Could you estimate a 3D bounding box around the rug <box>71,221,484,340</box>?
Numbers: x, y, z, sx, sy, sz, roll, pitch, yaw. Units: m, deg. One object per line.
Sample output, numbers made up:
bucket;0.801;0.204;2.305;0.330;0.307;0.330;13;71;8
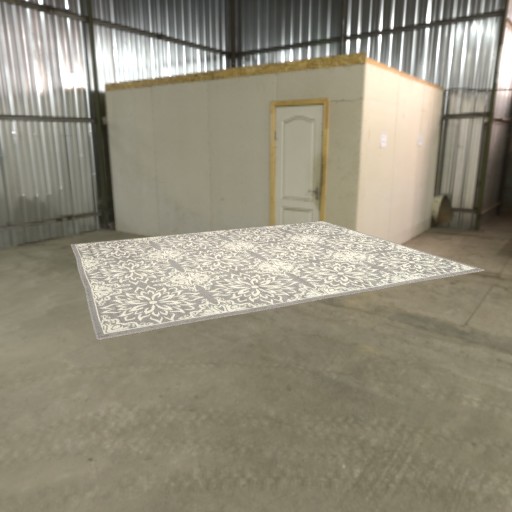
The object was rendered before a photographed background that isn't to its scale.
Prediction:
rug;0.000;0.000;4.004;2.980;0.012;2.363;-7;17;-24
